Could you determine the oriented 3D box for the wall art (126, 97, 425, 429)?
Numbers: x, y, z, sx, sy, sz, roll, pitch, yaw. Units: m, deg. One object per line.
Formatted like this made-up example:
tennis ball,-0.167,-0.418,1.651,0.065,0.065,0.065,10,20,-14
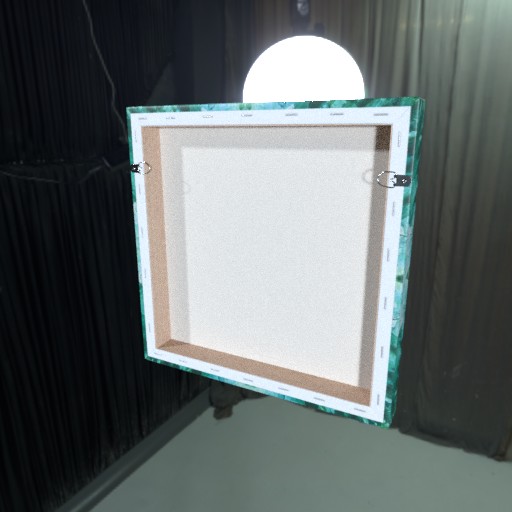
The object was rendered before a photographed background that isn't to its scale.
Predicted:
wall art,0.000,0.000,0.480,0.313,0.313,0.033,8,17,26
